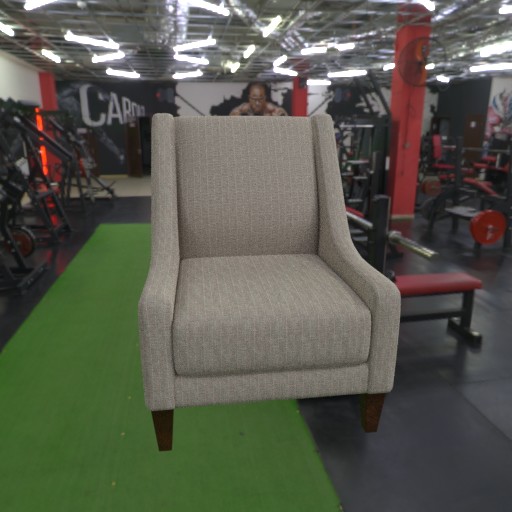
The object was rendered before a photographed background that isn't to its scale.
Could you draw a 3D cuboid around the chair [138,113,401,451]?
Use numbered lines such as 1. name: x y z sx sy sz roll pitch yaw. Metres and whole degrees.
1. chair: 0.000 0.000 1.625 0.774 1.014 0.870 -2 16 -7
